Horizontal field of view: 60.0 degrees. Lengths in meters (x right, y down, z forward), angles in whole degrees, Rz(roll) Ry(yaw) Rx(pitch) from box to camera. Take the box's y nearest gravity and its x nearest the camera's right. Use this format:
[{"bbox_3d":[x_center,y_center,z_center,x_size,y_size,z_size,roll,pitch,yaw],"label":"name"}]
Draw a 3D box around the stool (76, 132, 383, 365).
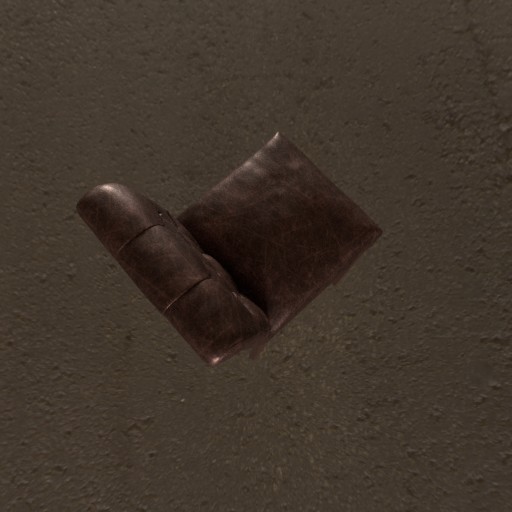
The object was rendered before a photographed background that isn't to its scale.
[{"bbox_3d":[0.000,0.000,1.497,0.659,1.168,0.483,-41,78,-11],"label":"stool"}]
